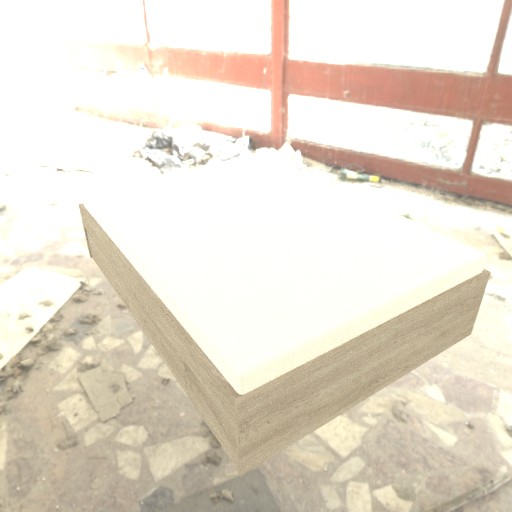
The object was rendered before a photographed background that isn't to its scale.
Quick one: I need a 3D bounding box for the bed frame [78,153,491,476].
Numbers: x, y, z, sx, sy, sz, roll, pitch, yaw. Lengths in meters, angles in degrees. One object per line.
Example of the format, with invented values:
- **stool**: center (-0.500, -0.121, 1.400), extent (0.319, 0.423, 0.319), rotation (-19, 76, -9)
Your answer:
- **bed frame**: center (0.000, 0.000, 2.578), extent (1.448, 0.490, 1.944), rotation (-19, 35, -29)
